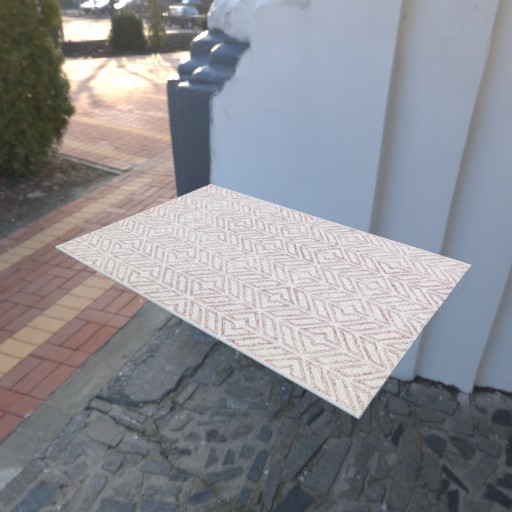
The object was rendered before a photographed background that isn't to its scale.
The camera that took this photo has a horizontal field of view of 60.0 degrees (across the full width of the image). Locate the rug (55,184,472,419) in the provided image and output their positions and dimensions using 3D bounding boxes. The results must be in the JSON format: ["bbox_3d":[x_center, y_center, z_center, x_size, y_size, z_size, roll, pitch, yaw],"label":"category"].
[{"bbox_3d":[0.000,0.000,2.329,1.828,0.007,1.220,22,36,33],"label":"rug"}]
